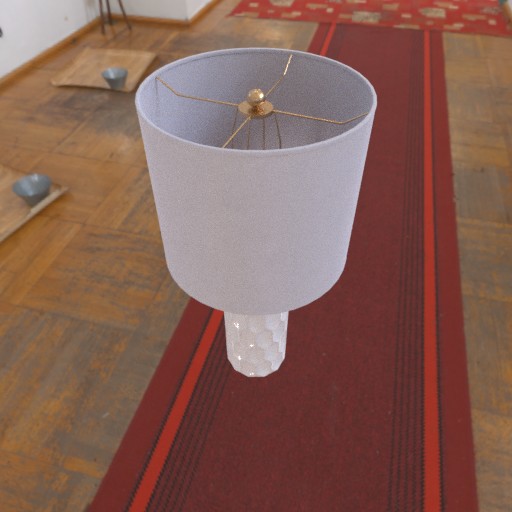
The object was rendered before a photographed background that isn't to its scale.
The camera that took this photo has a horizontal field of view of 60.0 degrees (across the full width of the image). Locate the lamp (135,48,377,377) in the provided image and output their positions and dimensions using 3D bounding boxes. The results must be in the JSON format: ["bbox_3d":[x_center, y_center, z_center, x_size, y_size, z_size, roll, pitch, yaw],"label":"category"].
[{"bbox_3d":[0.000,0.000,0.701,0.277,0.537,0.277,-22,48,-21],"label":"lamp"}]
